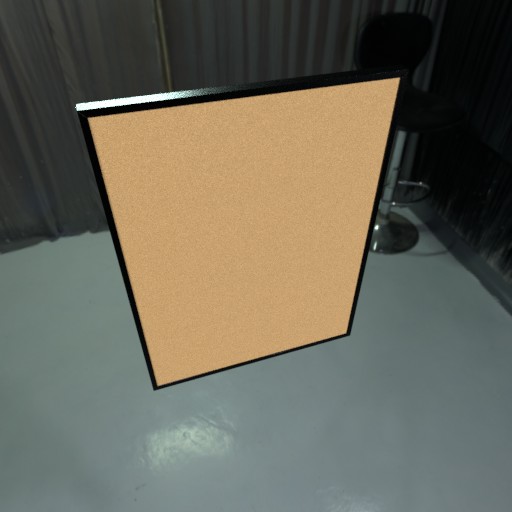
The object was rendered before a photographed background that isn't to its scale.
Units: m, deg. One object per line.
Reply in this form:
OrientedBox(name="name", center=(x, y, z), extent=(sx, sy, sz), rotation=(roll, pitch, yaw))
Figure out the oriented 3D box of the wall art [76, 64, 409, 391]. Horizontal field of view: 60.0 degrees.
OrientedBox(name="wall art", center=(0.000, 0.000, 1.387), extent=(0.805, 1.062, 0.040), rotation=(-12, 43, -14))
